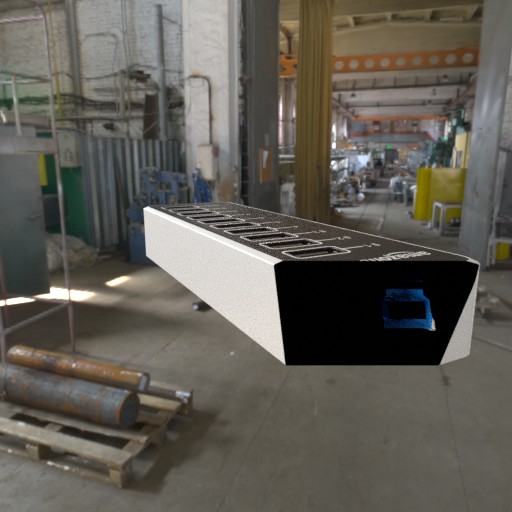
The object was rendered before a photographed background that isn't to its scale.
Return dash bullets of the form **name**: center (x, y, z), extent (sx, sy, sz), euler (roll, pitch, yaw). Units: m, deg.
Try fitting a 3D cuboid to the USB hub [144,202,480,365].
- **USB hub**: center (0.000, 0.000, 0.156), extent (0.044, 0.023, 0.145), euler (-7, 15, -27)
